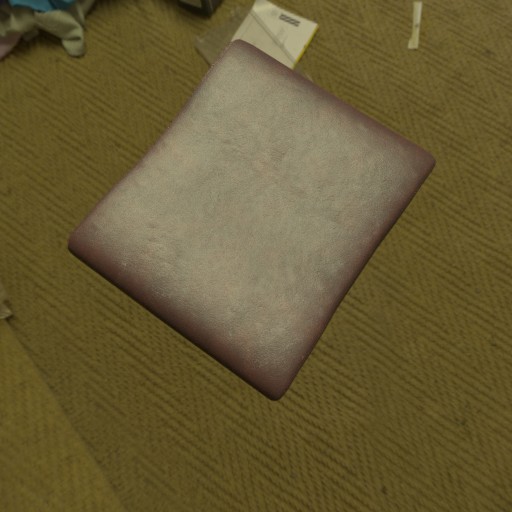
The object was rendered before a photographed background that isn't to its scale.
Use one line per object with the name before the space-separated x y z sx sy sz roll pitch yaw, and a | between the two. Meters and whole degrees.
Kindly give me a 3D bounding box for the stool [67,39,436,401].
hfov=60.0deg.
stool | 0.000 0.000 1.046 0.401 0.769 0.465 34 79 8
